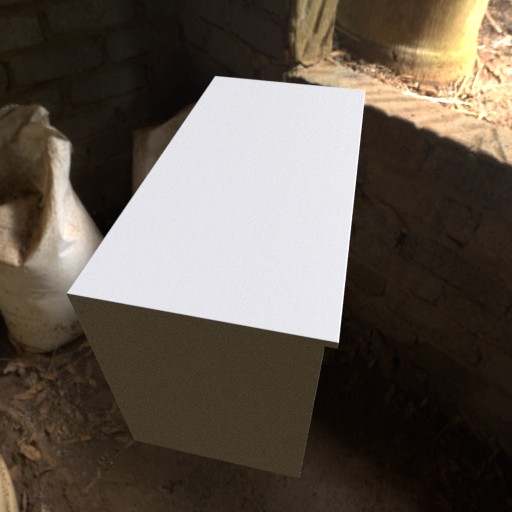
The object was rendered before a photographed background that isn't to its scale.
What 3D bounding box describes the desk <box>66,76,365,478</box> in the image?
[{"bbox_3d":[0.000,0.000,1.510,0.560,0.730,1.100,9,46,9],"label":"desk"}]
